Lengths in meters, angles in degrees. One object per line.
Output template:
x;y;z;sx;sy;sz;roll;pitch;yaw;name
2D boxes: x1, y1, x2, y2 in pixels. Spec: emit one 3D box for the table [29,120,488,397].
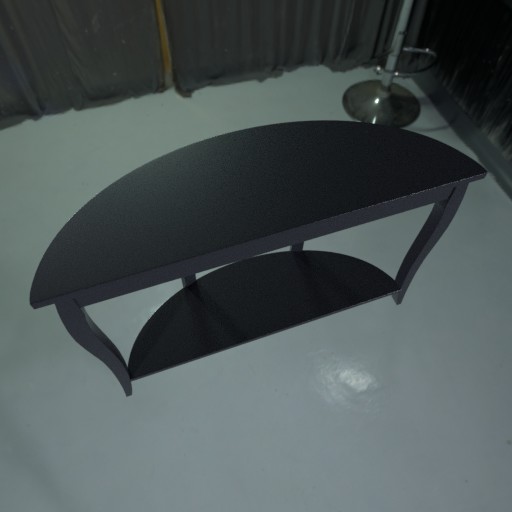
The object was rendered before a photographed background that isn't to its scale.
0.000;0.000;1.537;1.219;0.780;0.394;-17;58;-11;table
